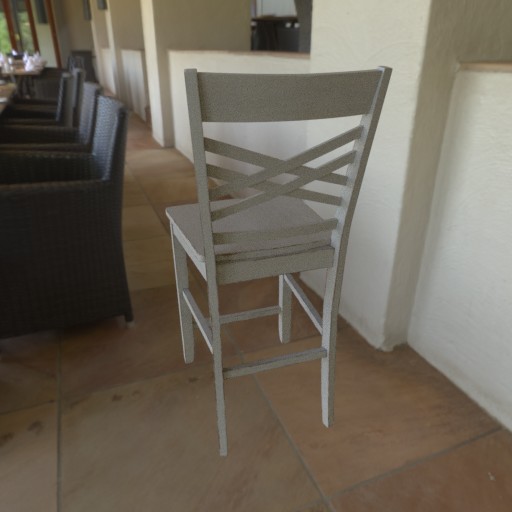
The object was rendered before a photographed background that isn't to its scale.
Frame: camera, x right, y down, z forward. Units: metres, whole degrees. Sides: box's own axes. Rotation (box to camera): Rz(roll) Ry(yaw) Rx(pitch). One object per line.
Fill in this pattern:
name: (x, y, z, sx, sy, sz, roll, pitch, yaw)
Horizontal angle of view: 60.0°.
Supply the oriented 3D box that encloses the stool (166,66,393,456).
stool: (0.000, 0.000, 1.353, 0.462, 1.079, 0.539, -8, 26, -17)
